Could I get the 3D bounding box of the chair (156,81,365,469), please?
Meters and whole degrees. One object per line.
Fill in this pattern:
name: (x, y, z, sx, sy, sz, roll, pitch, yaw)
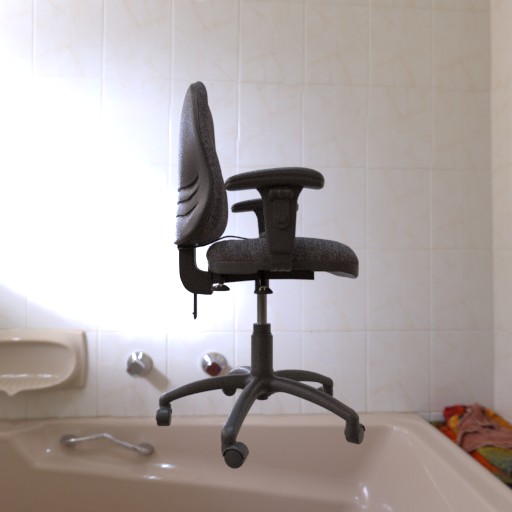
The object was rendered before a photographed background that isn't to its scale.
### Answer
chair: (0.000, 0.000, 1.212, 0.530, 0.910, 0.550, 0, -1, -2)
